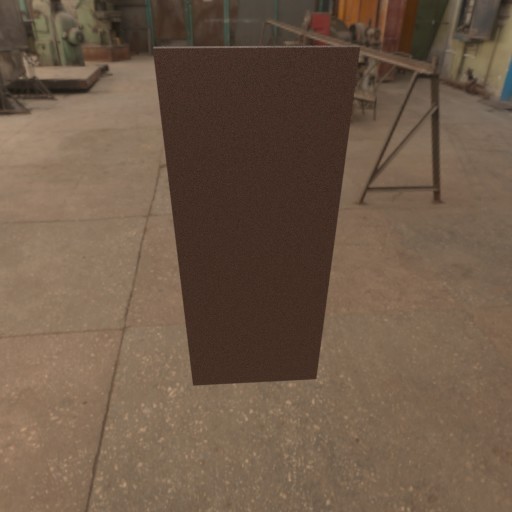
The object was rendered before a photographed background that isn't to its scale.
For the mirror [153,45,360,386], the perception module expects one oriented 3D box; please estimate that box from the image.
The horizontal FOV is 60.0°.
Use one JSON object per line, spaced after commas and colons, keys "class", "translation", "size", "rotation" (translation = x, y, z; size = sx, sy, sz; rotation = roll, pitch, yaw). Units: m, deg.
{"class": "mirror", "translation": [0.000, 0.000, 2.334], "size": [0.812, 2.020, 0.221], "rotation": [-2, 30, -3]}
